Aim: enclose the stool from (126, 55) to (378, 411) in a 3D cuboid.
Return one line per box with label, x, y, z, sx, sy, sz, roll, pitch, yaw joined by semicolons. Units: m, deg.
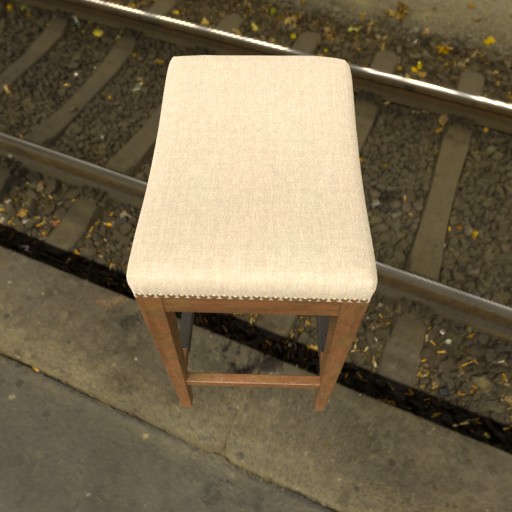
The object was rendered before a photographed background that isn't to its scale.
stool;0.000;0.000;0.967;0.356;0.660;0.508;1;59;1
